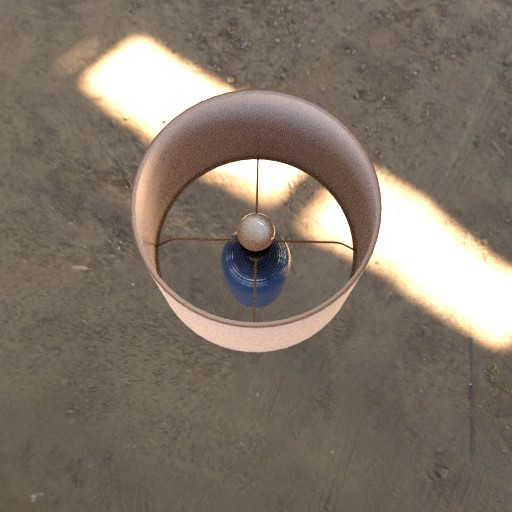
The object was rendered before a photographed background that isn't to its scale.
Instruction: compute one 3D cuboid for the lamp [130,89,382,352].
[{"bbox_3d":[0.000,0.000,0.858,0.367,0.609,0.367,0,77,0],"label":"lamp"}]
